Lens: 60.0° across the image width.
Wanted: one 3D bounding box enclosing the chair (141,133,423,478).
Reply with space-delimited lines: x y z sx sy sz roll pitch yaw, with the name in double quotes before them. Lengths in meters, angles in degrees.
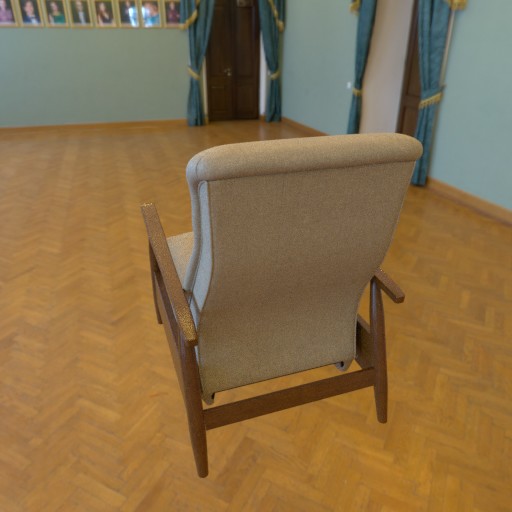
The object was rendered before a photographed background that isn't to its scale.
"chair" 0.000 0.000 1.745 0.762 1.082 1.030 -9 28 -17
